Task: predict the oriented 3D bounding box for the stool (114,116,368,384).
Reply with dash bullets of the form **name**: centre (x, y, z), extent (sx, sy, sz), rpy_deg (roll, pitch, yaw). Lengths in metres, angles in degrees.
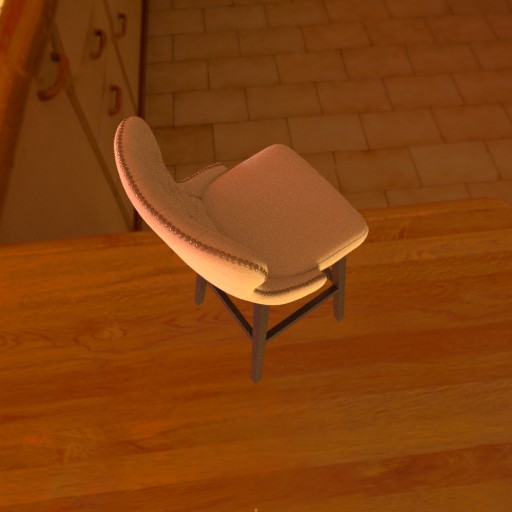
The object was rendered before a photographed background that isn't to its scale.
- **stool**: centre (0.000, 0.000, 1.434), extent (0.605, 1.066, 0.528), rpy_deg (-33, 65, -17)
